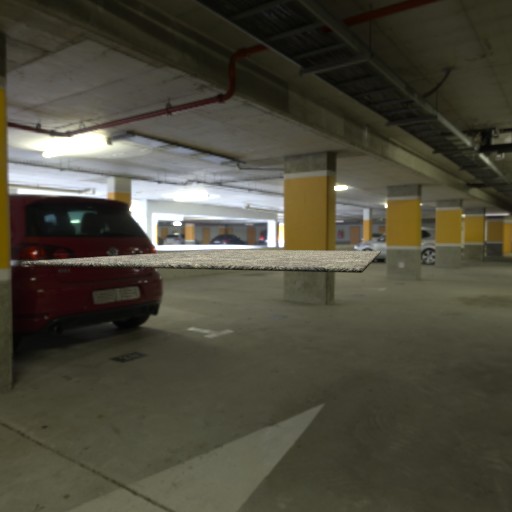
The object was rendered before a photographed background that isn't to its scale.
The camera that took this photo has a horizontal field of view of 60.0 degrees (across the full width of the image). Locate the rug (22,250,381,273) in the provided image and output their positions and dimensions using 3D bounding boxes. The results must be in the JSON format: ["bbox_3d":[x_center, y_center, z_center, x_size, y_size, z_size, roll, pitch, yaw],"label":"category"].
[{"bbox_3d":[0.000,0.000,2.876,1.501,0.017,2.298,1,2,17],"label":"rug"}]
